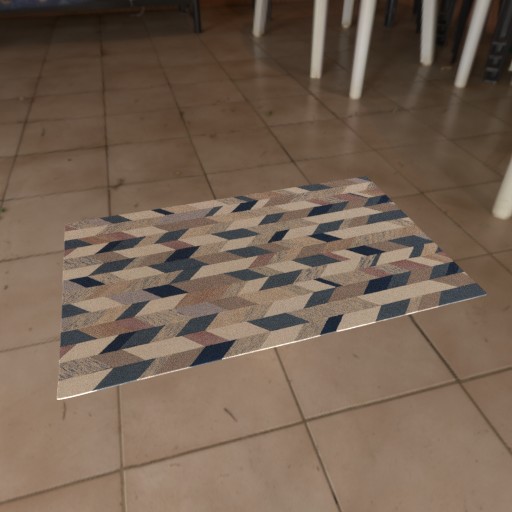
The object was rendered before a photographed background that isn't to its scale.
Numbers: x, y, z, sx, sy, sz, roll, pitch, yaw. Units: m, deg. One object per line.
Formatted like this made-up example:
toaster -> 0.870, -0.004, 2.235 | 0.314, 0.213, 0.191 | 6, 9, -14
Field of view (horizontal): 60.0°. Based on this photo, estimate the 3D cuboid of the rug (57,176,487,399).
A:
rug -> 0.000, 0.000, 2.919 | 2.423, 0.008, 1.513 | -11, 40, -13
